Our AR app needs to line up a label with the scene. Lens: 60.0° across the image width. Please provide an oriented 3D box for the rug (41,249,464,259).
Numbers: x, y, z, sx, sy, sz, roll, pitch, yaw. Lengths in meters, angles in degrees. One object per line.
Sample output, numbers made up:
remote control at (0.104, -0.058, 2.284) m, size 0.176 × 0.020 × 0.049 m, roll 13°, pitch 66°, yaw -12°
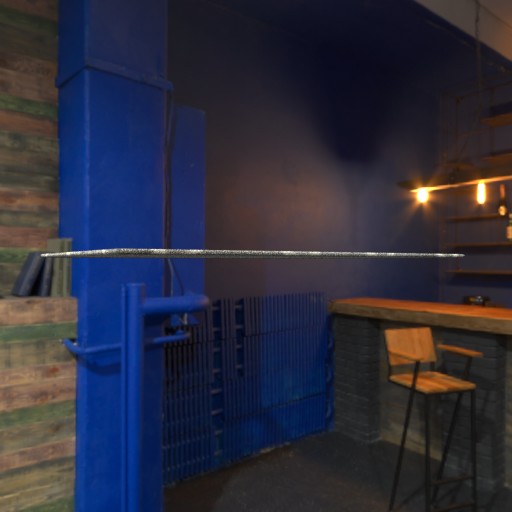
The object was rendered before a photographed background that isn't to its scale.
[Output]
rug at (0.000, 0.000, 3.376) m, size 2.701 × 0.026 × 1.801 m, roll 0°, pitch -1°, yaw -35°
